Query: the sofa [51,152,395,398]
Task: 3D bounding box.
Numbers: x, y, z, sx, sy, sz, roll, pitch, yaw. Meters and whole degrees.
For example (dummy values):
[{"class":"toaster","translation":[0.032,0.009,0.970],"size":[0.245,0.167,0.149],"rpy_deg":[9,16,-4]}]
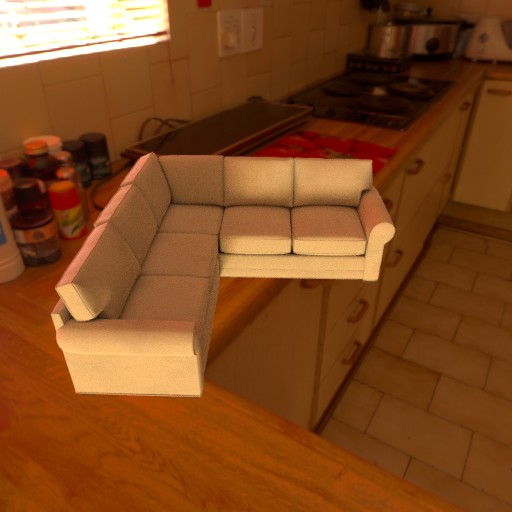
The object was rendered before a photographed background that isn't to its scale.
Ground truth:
[{"class":"sofa","translation":[0.000,0.000,3.909],"size":[2.562,1.053,2.487],"rpy_deg":[1,33,2]}]
